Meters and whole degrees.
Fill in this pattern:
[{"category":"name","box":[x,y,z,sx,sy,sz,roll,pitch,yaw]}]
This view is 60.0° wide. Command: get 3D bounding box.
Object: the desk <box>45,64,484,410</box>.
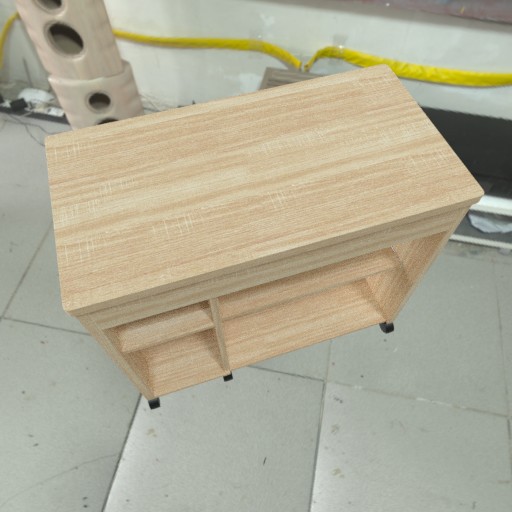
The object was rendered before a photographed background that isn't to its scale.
[{"category":"desk","box":[0.000,0.000,1.315,0.884,0.770,0.480,-16,60,-9]}]
